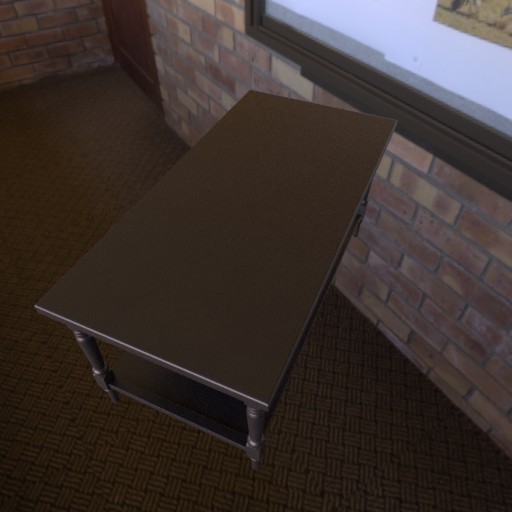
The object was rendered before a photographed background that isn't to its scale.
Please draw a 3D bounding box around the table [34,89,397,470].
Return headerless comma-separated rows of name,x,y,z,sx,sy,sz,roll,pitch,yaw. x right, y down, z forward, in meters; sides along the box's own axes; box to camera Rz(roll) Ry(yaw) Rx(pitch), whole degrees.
table,0.000,0.000,1.406,0.550,0.510,1.107,18,49,17
